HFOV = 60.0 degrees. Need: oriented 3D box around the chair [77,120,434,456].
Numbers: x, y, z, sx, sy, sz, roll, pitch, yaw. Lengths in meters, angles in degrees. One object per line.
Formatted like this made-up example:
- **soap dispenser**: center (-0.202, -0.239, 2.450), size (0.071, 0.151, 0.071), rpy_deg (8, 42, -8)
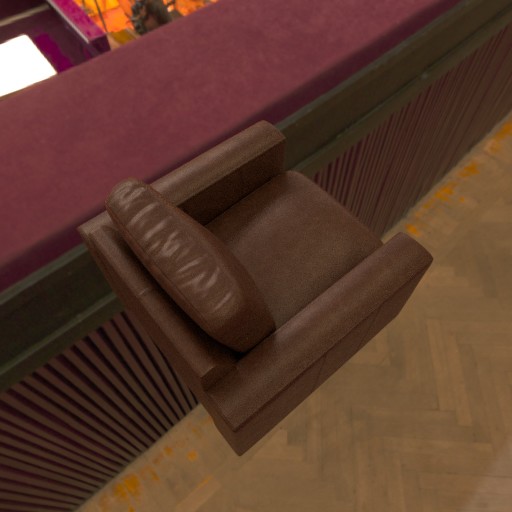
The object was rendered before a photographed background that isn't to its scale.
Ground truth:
- **chair**: center (0.000, 0.000, 1.812), size (1.016, 0.873, 1.005), rpy_deg (-36, 65, -20)
